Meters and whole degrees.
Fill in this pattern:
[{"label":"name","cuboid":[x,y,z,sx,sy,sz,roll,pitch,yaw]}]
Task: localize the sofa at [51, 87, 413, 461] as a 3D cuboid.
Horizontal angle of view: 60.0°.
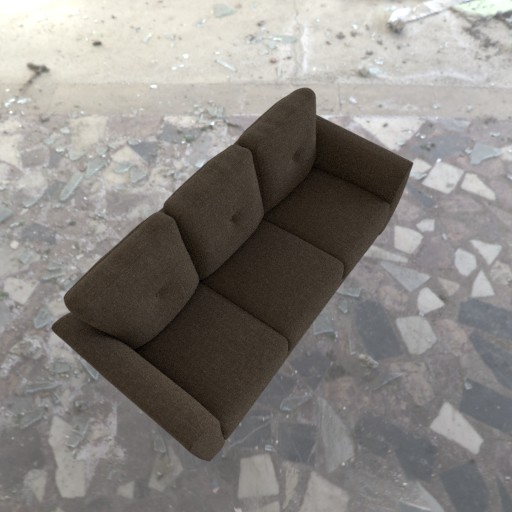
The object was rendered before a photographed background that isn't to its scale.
[{"label":"sofa","cuboid":[0.000,0.000,2.313,0.837,0.891,1.847,32,63,19]}]
